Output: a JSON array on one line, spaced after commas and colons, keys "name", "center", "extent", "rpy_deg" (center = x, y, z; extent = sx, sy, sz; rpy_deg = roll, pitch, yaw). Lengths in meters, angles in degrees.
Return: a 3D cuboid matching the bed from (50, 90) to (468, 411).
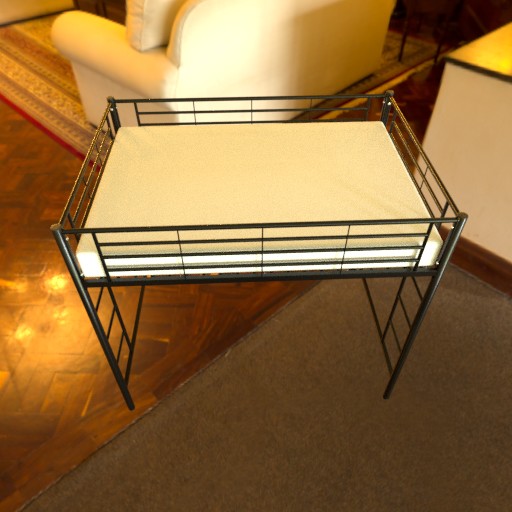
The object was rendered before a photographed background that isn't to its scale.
[{"name": "bed", "center": [0.000, 0.000, 3.215], "extent": [1.994, 1.803, 1.397], "rpy_deg": [-2, 45, -2]}]
